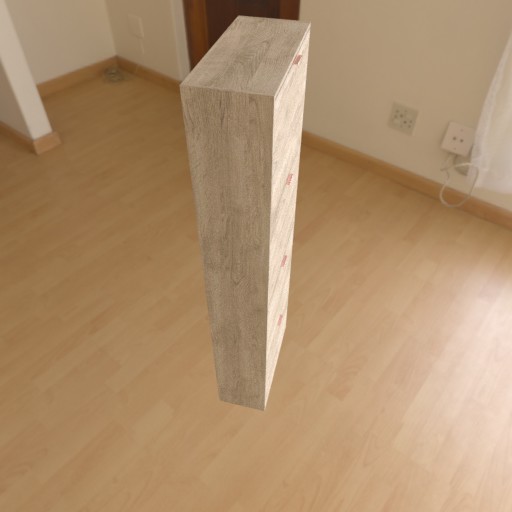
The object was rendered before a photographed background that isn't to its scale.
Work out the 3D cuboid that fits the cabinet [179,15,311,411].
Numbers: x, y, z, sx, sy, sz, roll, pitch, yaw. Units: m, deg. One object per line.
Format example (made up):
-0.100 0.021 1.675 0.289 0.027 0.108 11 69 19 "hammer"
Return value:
0.000 0.000 1.808 0.250 1.630 0.520 10 47 10 "cabinet"
